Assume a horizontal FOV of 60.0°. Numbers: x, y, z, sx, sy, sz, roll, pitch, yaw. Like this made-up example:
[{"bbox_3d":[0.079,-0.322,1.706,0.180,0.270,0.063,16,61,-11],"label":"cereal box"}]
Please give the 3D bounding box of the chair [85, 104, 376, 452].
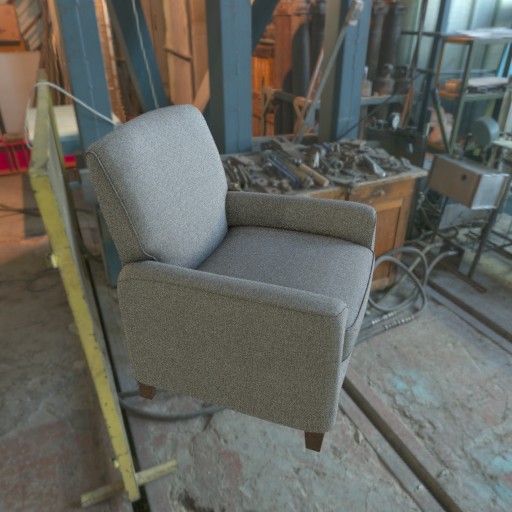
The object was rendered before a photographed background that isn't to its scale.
[{"bbox_3d":[0.000,0.000,1.690,0.864,1.014,0.848,10,31,18],"label":"chair"}]
